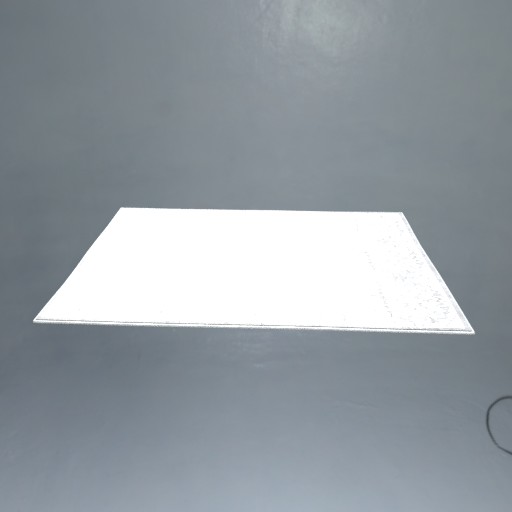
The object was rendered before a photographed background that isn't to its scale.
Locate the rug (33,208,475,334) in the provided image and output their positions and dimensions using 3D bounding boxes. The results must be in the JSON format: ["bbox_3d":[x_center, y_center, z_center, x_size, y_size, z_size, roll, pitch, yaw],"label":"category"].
[{"bbox_3d":[0.000,0.000,3.534,2.746,0.018,1.819,1,29,2],"label":"rug"}]
